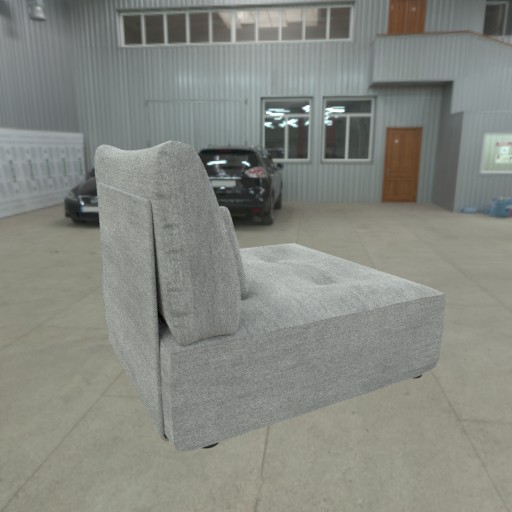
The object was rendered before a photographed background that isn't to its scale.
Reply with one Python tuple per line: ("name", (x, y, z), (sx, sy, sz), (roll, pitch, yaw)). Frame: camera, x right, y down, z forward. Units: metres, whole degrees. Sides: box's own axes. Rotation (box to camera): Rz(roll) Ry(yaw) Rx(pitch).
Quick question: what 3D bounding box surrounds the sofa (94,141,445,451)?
("sofa", (0.000, 0.000, 1.677), (1.000, 0.820, 0.930), (-7, 15, -28))
